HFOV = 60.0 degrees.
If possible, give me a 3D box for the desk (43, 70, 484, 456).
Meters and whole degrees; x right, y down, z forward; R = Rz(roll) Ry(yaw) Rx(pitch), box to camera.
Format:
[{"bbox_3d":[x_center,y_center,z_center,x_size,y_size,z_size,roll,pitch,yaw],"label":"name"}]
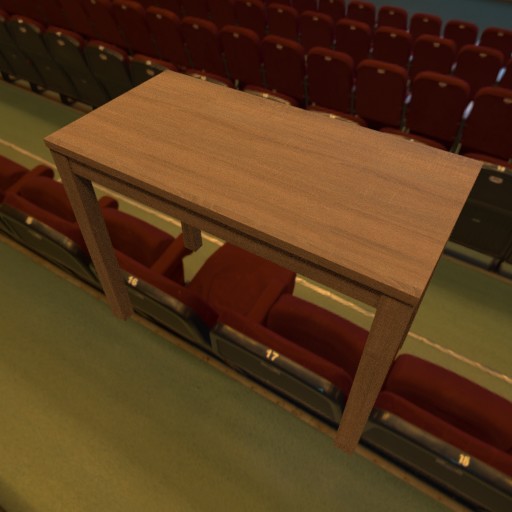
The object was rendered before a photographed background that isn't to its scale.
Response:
[{"bbox_3d":[0.000,0.000,1.383,0.991,0.762,0.495,24,51,22],"label":"desk"}]
